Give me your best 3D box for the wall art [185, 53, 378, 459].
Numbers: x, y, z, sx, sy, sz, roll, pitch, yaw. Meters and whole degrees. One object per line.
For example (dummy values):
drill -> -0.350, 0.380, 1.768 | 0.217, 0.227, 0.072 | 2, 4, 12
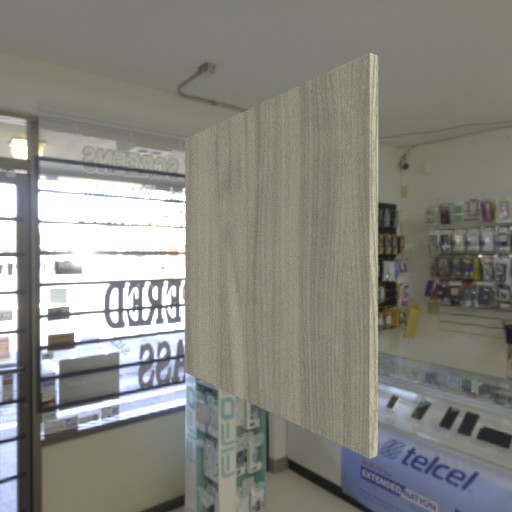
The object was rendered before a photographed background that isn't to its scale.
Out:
wall art -> 0.000, 0.000, 0.764 | 0.016, 0.507, 0.508 | 0, 0, -36
